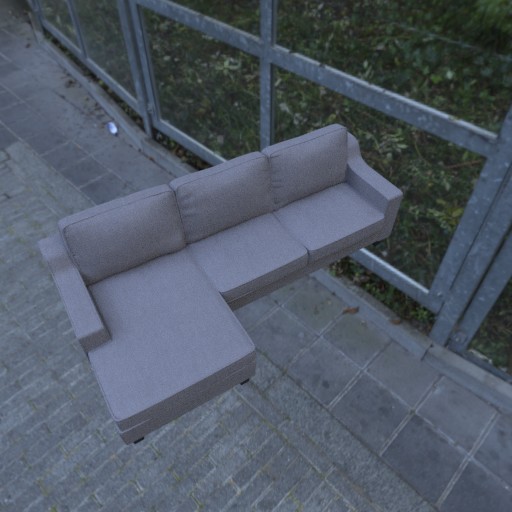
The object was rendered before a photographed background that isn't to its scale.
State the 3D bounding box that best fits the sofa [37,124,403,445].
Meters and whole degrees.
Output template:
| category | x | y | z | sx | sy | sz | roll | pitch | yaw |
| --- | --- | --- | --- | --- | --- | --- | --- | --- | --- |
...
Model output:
| category | x | y | z | sx | sy | sz | roll | pitch | yaw |
| --- | --- | --- | --- | --- | --- | --- | --- | --- | --- |
| sofa | 0.000 | 0.000 | 3.160 | 2.561 | 0.928 | 1.294 | -24 | 51 | -21 |
